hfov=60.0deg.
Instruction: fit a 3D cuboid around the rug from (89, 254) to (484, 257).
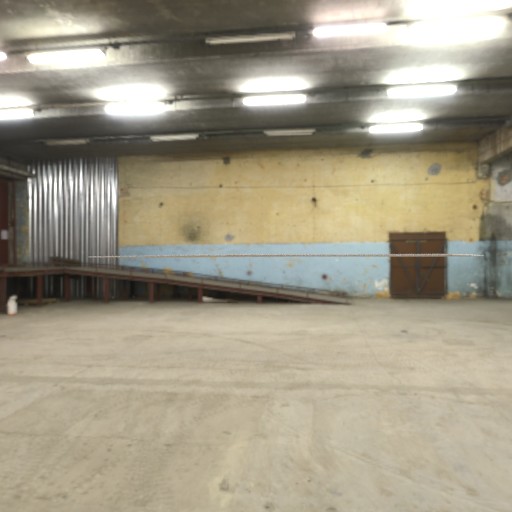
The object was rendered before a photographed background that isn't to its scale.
[{"bbox_3d":[0.000,0.000,2.639,2.346,0.013,0.712,0,-1,36],"label":"rug"}]
